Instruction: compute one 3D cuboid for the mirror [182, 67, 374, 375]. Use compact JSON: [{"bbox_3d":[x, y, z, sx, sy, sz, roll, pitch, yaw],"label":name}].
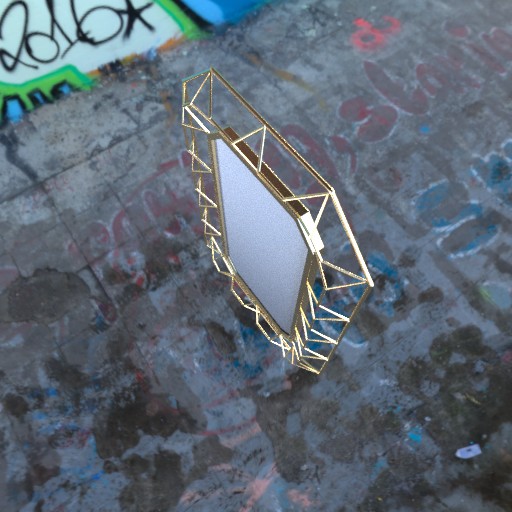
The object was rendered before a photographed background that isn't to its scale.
[{"bbox_3d":[0.000,0.000,1.084,0.051,0.870,0.572,-33,67,-16],"label":"mirror"}]
